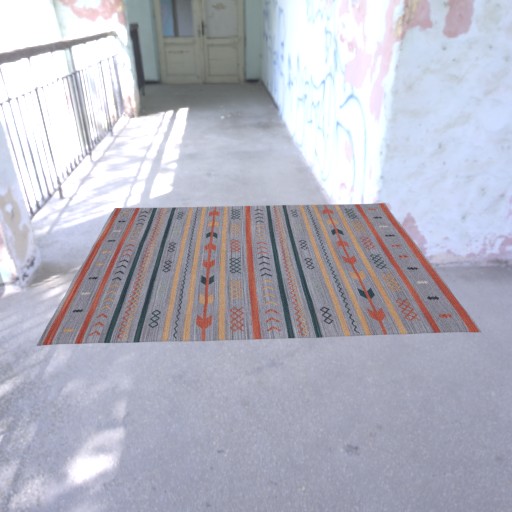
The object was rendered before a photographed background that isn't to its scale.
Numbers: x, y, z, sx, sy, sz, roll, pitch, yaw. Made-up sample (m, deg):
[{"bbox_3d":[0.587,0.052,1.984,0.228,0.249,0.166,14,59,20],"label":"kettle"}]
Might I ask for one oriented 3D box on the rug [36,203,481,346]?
[{"bbox_3d":[0.000,0.000,3.974,3.029,0.022,2.263,-1,30,-2],"label":"rug"}]
